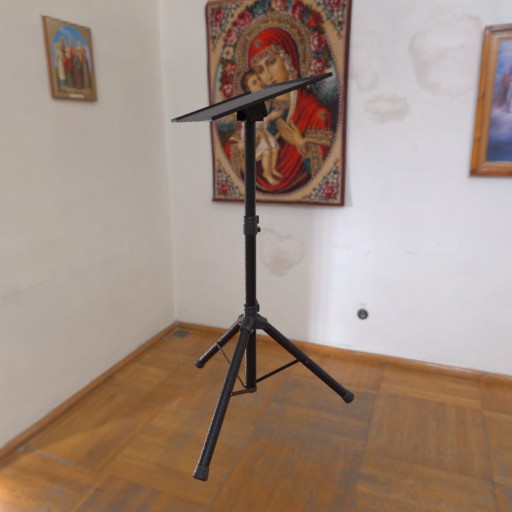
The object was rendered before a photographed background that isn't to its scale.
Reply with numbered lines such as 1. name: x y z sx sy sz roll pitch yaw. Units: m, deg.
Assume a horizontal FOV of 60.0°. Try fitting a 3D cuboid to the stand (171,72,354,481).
1. stand: 0.000 0.000 1.614 0.702 1.198 0.702 -7 17 -23
